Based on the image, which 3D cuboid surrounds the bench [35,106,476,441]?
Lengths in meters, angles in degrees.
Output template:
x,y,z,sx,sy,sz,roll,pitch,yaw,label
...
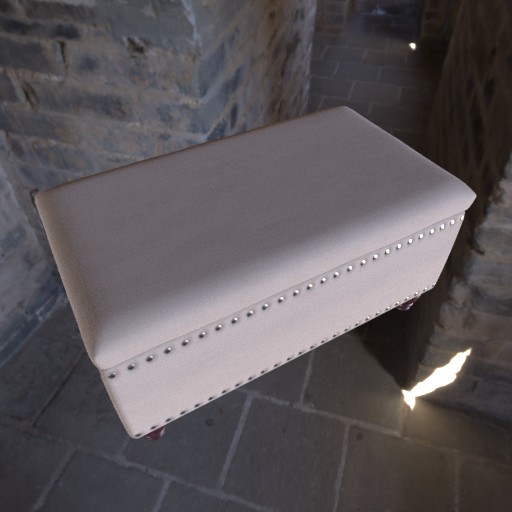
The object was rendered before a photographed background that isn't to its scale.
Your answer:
x,y,z,sx,sy,sz,roll,pitch,yaw,label
0.000,0.000,1.147,0.887,0.449,0.500,-22,49,-21,bench
